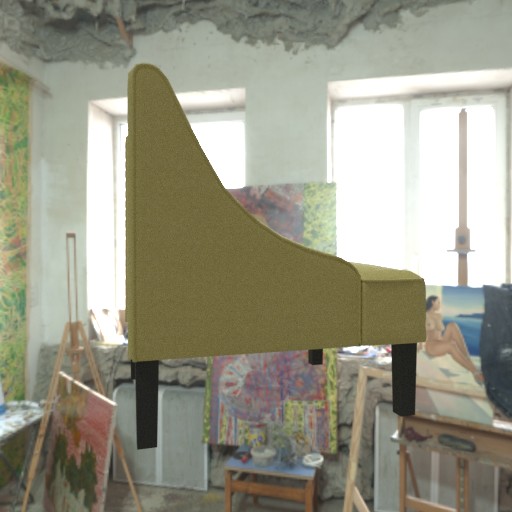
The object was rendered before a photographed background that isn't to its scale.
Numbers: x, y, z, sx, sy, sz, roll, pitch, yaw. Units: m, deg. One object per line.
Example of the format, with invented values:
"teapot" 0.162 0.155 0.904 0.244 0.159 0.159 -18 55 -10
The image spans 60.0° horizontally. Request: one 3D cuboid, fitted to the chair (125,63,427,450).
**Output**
"chair" 0.000 0.000 1.446 0.814 0.896 0.696 0 0 -17
